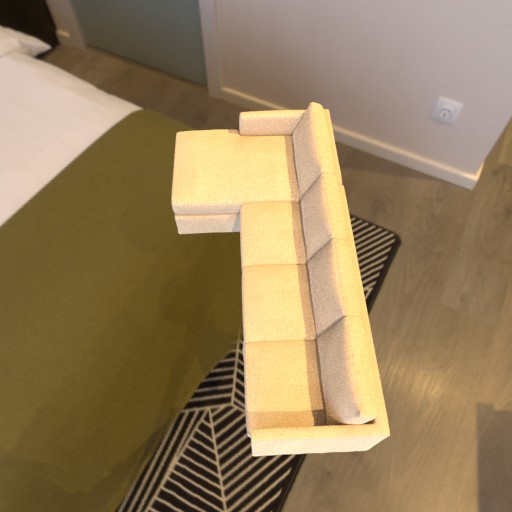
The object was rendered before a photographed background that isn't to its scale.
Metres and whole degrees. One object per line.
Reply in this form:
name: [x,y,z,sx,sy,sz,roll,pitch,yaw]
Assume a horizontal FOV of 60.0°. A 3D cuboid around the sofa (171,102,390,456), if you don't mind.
sofa: [0.000,0.000,3.963,1.650,0.922,3.205,-2,59,-1]
